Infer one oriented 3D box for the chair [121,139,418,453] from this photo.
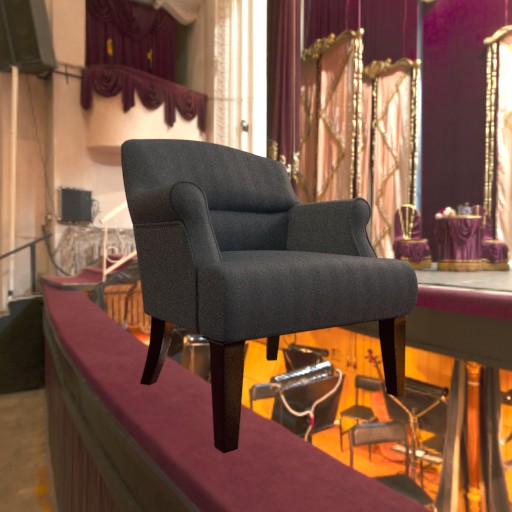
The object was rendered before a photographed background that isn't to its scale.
[{"bbox_3d":[0.000,0.000,1.467,0.770,0.878,0.754,-1,2,-36],"label":"chair"}]
